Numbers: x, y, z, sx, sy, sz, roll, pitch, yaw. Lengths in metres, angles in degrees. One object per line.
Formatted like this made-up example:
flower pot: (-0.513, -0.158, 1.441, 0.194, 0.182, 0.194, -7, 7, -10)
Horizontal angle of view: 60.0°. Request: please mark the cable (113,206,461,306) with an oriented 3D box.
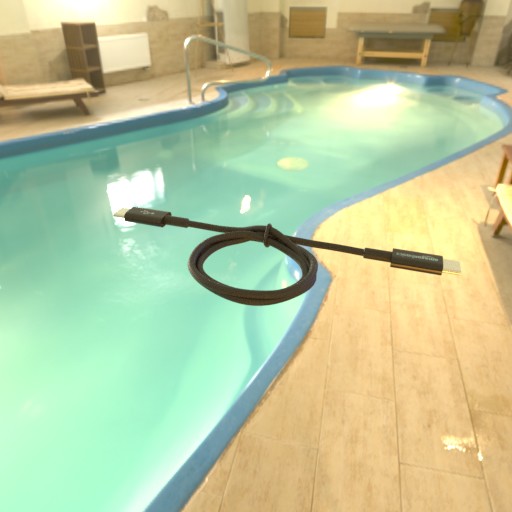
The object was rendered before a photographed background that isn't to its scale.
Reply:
cable: (0.000, 0.000, 0.231, 0.203, 0.014, 0.070, 10, 34, 15)
